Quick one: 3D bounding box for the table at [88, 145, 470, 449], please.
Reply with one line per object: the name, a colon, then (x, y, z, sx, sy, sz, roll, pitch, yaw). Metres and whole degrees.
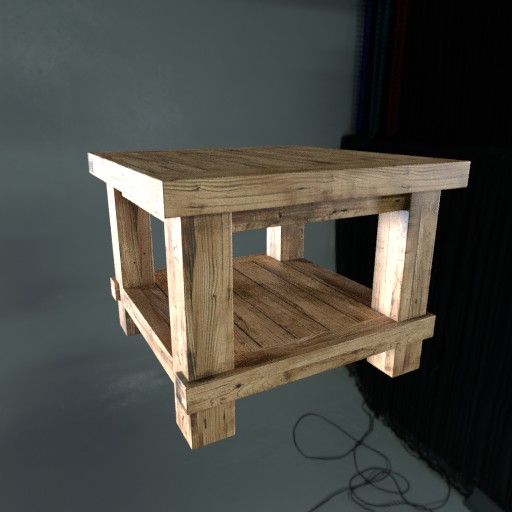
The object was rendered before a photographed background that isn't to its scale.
table: (0.000, 0.000, 1.037, 0.610, 0.457, 0.610, -9, 19, -27)
